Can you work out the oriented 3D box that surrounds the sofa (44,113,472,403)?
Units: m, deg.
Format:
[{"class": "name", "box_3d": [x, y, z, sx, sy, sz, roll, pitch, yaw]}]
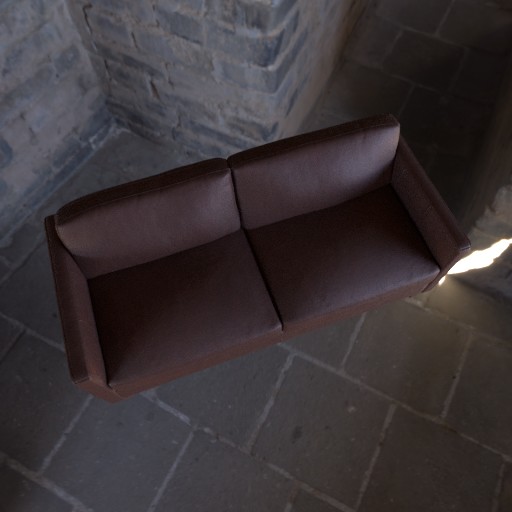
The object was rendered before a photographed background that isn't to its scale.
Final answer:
[{"class": "sofa", "box_3d": [0.000, 0.000, 2.402, 1.971, 0.863, 0.923, -18, 65, -9]}]
